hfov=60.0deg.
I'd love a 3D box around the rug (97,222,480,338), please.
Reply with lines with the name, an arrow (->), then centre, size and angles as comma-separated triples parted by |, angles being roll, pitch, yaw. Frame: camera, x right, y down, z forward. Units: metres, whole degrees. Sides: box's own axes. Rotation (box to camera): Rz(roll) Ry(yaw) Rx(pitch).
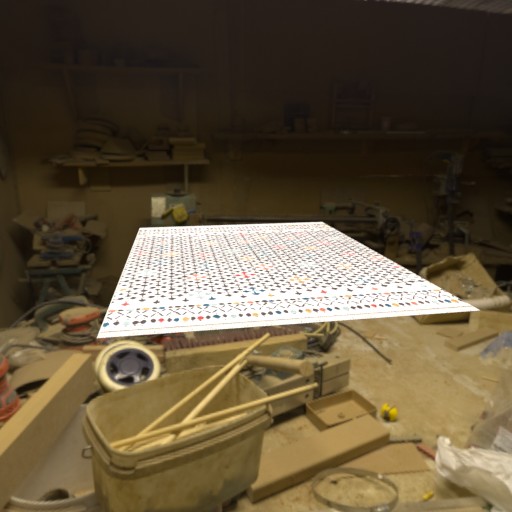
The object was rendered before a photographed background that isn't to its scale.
rug -> 0.000, 0.000, 4.164 | 2.354, 0.007, 3.196 | -3, 15, -10
